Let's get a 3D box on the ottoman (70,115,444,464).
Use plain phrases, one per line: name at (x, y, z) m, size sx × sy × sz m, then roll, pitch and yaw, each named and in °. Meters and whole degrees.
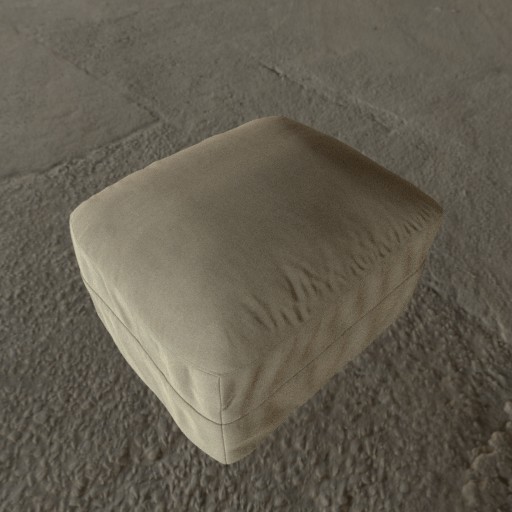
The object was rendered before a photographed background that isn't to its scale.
ottoman at (0.000, 0.000, 1.075) m, size 0.712 × 0.480 × 0.584 m, roll -33°, pitch 54°, yaw -28°
